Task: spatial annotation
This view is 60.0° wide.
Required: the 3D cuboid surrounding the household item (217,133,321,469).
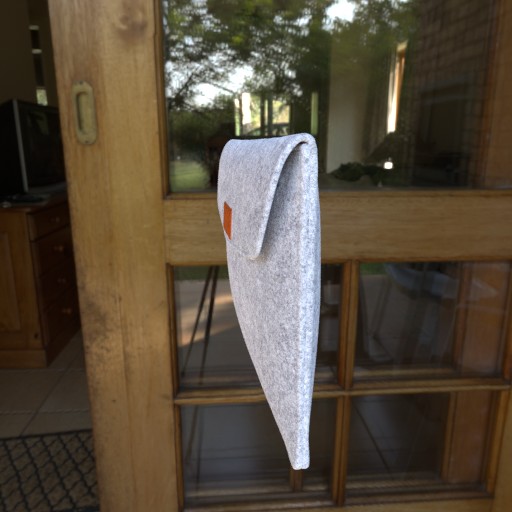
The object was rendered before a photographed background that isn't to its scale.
[{"bbox_3d":[0.000,0.000,0.428,0.057,0.221,0.335,-2,14,-9],"label":"household item"}]
